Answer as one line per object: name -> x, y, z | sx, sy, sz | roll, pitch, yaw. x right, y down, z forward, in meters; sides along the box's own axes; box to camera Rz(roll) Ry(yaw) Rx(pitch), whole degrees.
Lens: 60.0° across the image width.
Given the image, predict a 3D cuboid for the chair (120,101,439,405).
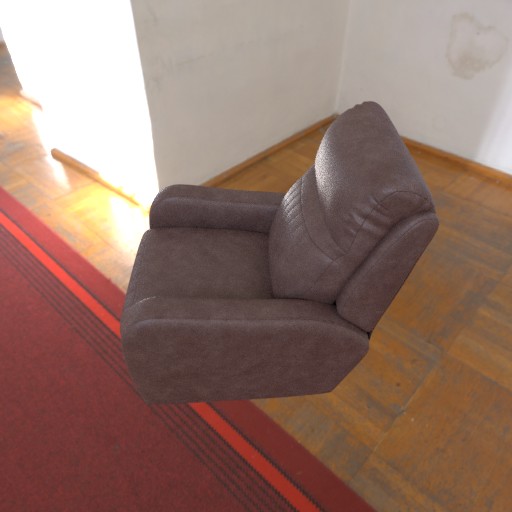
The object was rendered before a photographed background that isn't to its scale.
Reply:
chair -> 0.000, 0.000, 1.809 | 1.067, 1.067, 0.865 | -1, 42, -1
